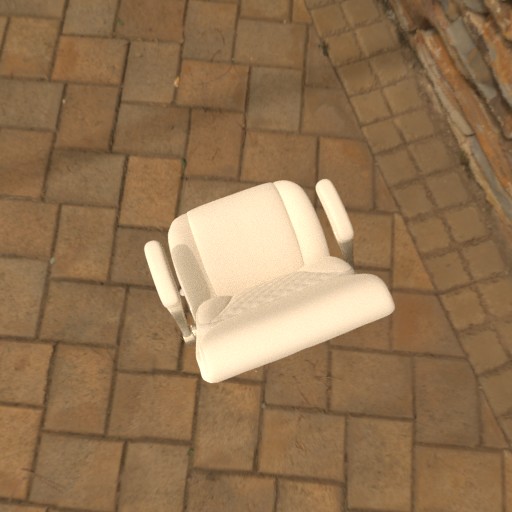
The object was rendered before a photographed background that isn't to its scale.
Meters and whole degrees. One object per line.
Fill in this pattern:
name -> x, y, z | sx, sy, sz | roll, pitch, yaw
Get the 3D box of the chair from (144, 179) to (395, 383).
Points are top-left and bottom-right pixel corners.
chair -> 0.000, 0.000, 1.679 | 0.740, 1.110, 0.794 | -23, 77, -6
